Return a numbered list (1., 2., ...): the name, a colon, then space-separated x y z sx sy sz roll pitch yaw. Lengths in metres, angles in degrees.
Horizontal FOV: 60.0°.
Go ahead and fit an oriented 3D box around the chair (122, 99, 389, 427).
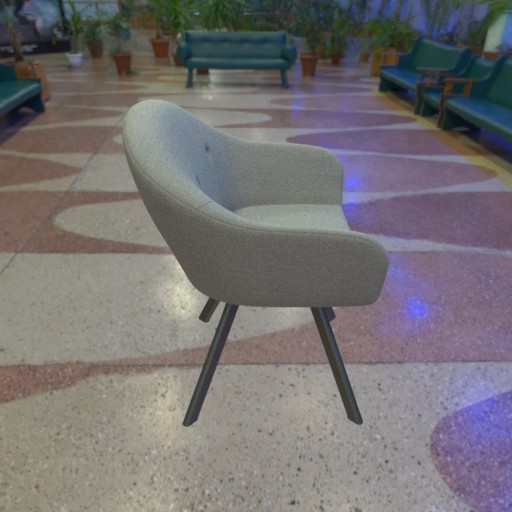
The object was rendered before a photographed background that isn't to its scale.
1. chair: 0.000 0.000 1.174 0.570 0.780 0.540 0 32 -1
